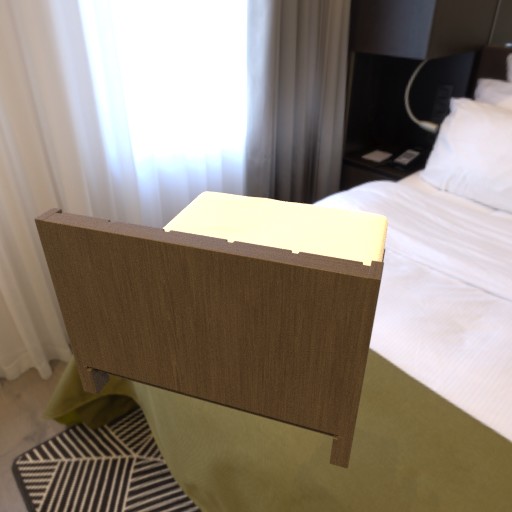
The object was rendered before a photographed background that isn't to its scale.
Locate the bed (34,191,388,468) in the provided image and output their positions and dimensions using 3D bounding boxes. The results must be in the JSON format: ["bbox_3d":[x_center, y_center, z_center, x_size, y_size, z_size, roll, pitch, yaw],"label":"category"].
[{"bbox_3d":[0.000,0.000,3.156,1.735,1.261,1.992,10,33,16],"label":"bed"}]
